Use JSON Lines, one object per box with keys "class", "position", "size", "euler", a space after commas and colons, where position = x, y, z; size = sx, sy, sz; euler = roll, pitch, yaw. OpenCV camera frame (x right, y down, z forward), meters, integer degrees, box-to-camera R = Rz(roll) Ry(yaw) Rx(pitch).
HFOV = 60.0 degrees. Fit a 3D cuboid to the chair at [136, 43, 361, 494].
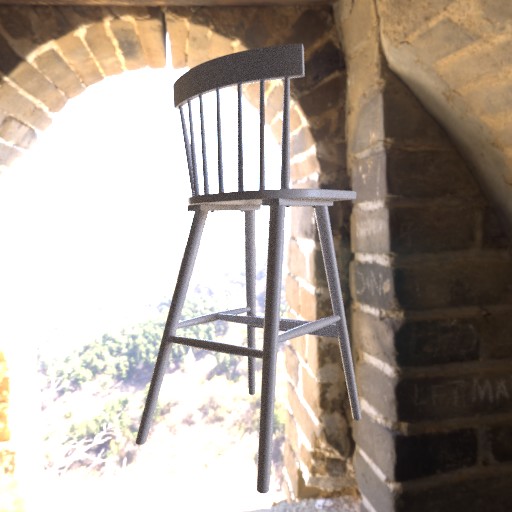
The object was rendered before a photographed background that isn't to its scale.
{"class": "chair", "position": [0.000, 0.000, 1.375], "size": [0.483, 1.092, 0.572], "euler": [1, 1, 36]}
